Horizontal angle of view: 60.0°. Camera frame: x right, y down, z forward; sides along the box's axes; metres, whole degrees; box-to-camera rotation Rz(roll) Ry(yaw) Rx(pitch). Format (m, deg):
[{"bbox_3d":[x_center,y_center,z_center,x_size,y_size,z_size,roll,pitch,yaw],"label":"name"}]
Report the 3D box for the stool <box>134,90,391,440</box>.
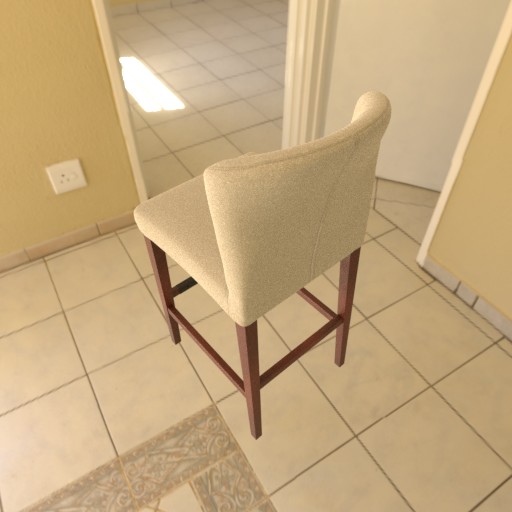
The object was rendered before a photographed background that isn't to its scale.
[{"bbox_3d":[0.000,0.000,1.331,0.479,1.069,0.568,-32,54,-27],"label":"stool"}]
